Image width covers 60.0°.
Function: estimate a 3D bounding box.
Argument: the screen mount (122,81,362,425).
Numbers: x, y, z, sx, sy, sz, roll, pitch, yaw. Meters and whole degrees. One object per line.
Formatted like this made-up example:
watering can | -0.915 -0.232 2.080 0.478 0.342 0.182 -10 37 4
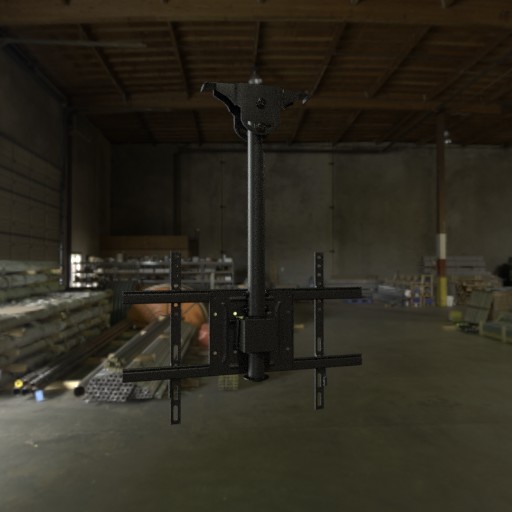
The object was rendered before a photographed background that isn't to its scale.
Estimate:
screen mount | 0.000 0.000 1.036 0.595 0.775 0.090 0 -1 -17
